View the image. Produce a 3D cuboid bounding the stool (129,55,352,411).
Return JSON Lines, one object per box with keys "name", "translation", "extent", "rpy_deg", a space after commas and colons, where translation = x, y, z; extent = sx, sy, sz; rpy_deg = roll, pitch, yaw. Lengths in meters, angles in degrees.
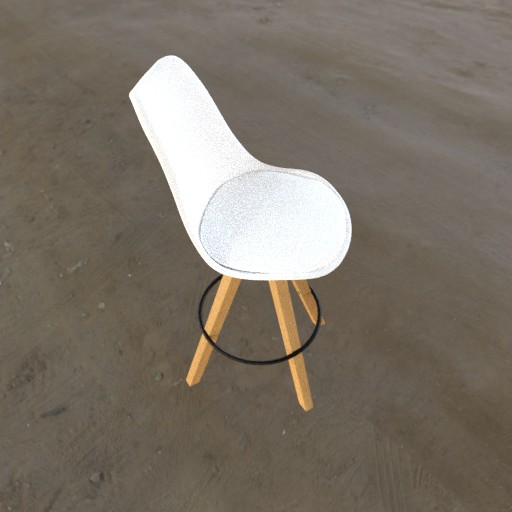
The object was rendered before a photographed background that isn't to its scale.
{"name": "stool", "translation": [0.000, 0.000, 1.394], "extent": [0.549, 1.115, 0.482], "rpy_deg": [9, 48, 9]}
